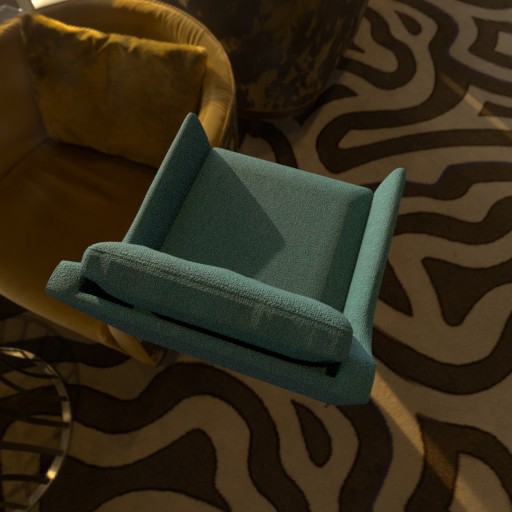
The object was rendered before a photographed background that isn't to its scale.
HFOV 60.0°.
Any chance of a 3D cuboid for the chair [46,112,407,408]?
[{"bbox_3d":[0.000,0.000,1.506,0.847,0.828,0.849,17,64,8],"label":"chair"}]
